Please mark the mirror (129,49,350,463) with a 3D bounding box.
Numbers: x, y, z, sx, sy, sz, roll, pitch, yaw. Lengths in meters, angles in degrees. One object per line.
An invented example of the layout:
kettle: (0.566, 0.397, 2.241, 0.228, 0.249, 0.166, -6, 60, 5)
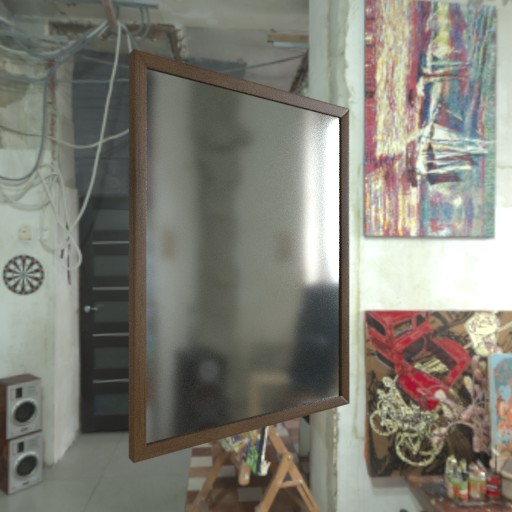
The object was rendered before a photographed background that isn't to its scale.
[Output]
mirror: (0.000, 0.000, 1.322, 0.762, 1.016, 0.040, 0, 0, -35)
